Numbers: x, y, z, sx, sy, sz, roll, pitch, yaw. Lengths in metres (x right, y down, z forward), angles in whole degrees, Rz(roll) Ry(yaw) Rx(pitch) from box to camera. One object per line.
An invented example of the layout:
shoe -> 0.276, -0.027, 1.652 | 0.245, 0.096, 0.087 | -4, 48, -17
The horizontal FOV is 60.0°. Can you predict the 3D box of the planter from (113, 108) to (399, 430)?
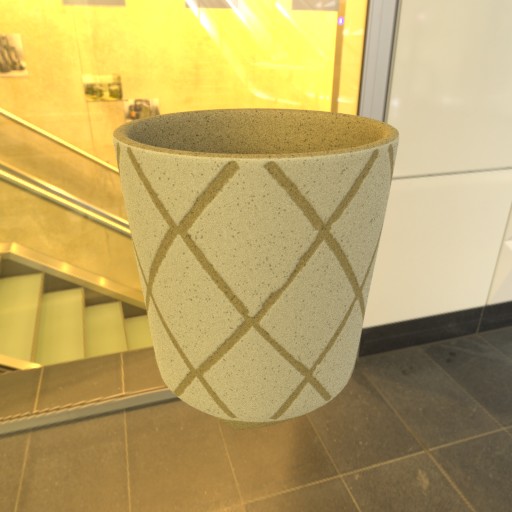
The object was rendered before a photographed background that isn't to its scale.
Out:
planter -> 0.000, 0.000, 0.348 | 0.191, 0.199, 0.191 | 0, 25, 0
